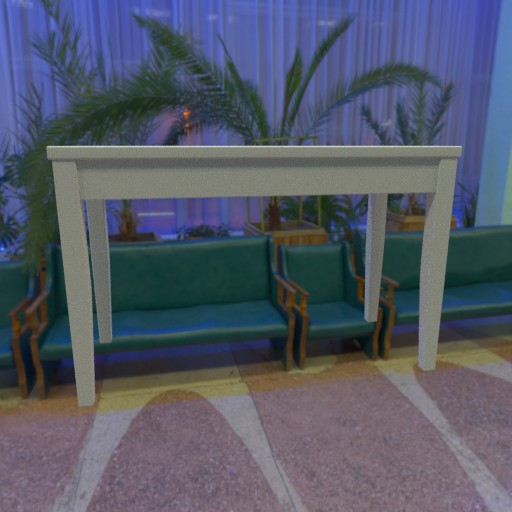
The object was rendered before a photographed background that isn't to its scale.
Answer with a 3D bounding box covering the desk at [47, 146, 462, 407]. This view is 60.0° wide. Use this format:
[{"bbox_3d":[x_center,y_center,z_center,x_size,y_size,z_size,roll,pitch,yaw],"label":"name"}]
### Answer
[{"bbox_3d":[0.000,0.000,1.610,1.220,0.775,0.508,-3,14,-11],"label":"desk"}]
